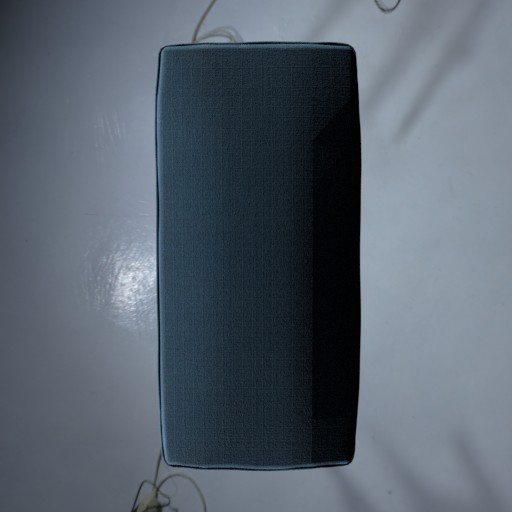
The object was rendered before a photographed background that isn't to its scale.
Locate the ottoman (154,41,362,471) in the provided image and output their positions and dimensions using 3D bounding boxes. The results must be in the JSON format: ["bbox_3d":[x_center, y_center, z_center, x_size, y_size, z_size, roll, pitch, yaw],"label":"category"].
[{"bbox_3d":[0.000,0.000,1.180,0.474,0.474,0.943,0,91,0],"label":"ottoman"}]
